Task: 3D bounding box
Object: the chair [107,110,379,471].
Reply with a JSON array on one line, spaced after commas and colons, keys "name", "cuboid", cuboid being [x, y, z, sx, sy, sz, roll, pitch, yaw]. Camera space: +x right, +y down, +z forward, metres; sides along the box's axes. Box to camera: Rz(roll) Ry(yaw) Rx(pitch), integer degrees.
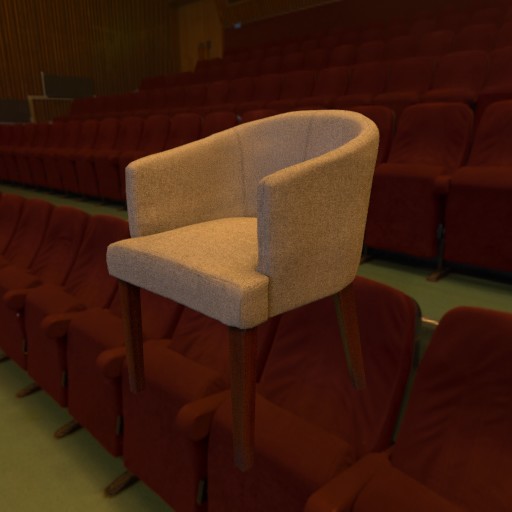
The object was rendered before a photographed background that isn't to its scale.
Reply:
[{"name": "chair", "cuboid": [0.000, 0.000, 1.269, 0.583, 0.811, 0.655, 14, 21, 41]}]
